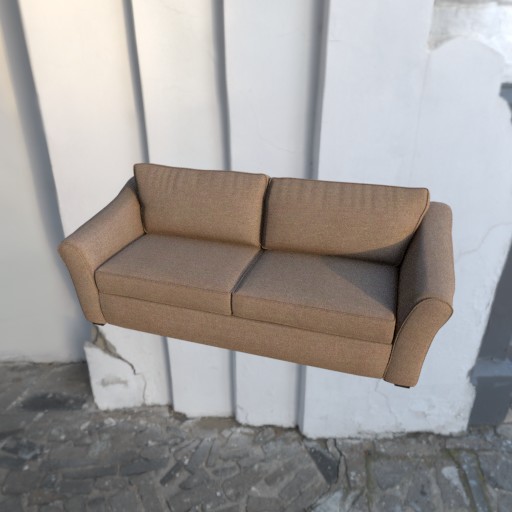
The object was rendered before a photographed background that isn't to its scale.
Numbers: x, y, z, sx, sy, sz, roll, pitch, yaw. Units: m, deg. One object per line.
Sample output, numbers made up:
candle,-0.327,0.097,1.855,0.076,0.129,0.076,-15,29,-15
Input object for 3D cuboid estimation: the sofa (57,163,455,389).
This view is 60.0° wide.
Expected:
sofa,0.000,0.000,2.790,2.270,0.906,0.986,8,28,16
